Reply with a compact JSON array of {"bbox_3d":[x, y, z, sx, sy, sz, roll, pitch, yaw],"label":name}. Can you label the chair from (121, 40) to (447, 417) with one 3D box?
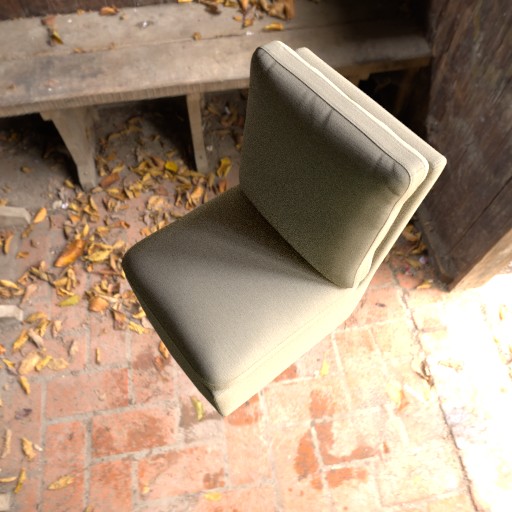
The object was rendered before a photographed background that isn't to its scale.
[{"bbox_3d":[0.000,0.000,1.285,0.698,0.927,0.503,-35,68,-17],"label":"chair"}]
